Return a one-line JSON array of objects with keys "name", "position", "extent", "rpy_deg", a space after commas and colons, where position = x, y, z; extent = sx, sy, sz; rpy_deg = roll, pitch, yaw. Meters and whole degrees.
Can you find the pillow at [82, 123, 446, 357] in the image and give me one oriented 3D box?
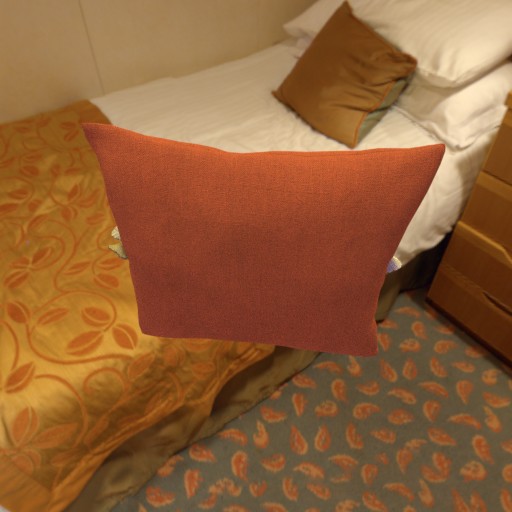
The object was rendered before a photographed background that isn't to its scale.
[{"name": "pillow", "position": [0.000, 0.000, 0.744], "extent": [0.490, 0.482, 0.165], "rpy_deg": [5, 46, 5]}]
